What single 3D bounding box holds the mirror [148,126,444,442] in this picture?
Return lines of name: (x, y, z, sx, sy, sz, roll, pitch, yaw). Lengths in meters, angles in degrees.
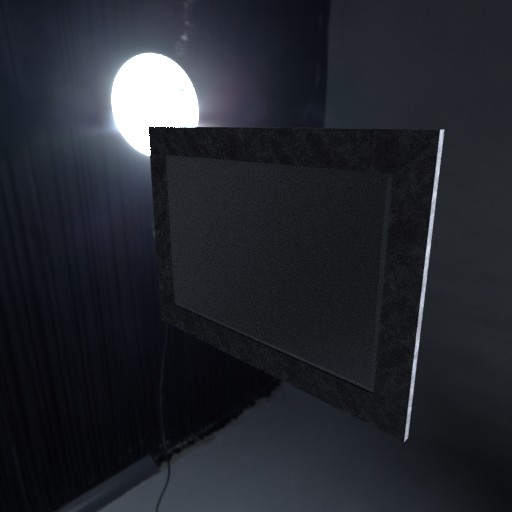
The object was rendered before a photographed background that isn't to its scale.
mirror: (0.000, 0.000, 1.428, 1.101, 0.795, 0.022, 15, 23, 41)
